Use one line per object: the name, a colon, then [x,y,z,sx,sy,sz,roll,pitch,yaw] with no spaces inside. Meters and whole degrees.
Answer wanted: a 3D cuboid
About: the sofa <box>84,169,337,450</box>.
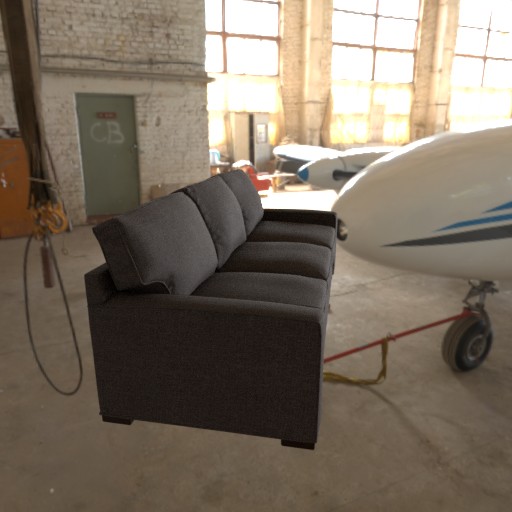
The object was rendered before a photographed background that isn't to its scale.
sofa: [0.000,0.000,2.907,1.004,0.978,2.369,3,16,11]
